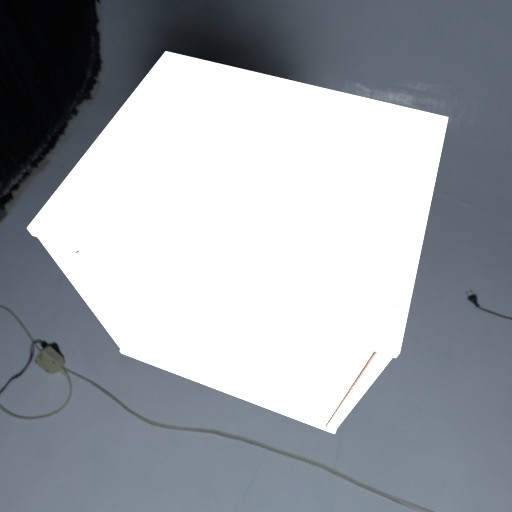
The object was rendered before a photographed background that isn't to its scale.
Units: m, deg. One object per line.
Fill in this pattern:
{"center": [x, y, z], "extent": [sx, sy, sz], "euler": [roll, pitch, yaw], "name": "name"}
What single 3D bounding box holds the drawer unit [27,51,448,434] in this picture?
{"center": [0.000, 0.000, 0.599], "extent": [0.349, 0.344, 0.290], "euler": [17, 60, 11], "name": "drawer unit"}
